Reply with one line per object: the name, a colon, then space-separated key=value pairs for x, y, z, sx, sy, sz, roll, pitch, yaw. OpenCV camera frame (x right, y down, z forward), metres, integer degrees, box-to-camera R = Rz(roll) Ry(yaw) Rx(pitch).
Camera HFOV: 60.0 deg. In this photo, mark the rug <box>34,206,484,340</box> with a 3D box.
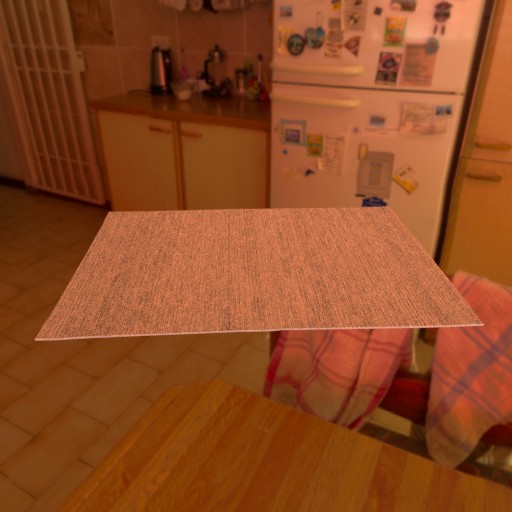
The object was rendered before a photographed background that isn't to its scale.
rug: x=0.000 y=0.000 z=2.982 sx=2.338 sy=0.030 sz=1.616 roll=-1 pitch=29 yaw=-2
